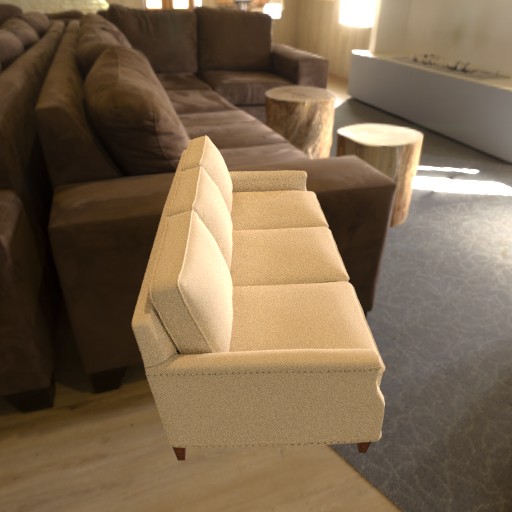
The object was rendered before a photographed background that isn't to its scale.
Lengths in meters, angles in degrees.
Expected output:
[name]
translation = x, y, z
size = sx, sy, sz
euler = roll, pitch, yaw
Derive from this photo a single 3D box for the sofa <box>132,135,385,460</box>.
[sofa]
translation = 0.000, 0.000, 2.815
size = 1.084, 1.003, 2.246
euler = -1, 31, -2
